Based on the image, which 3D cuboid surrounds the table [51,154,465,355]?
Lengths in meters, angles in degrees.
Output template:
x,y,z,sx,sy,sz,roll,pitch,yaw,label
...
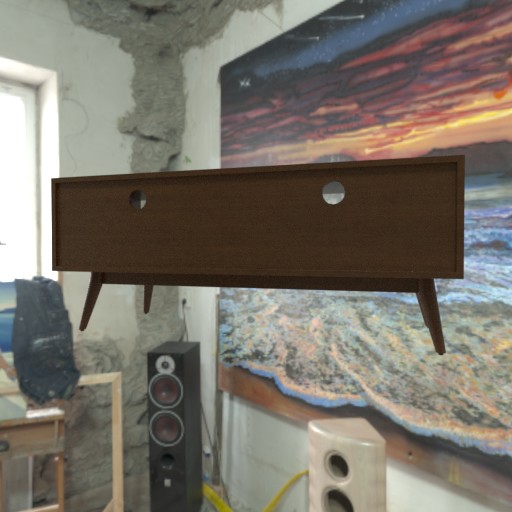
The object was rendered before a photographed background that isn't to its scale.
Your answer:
x,y,z,sx,sy,sz,roll,pitch,yaw,label
0.000,0.000,1.384,1.119,0.464,0.490,0,1,17,table
